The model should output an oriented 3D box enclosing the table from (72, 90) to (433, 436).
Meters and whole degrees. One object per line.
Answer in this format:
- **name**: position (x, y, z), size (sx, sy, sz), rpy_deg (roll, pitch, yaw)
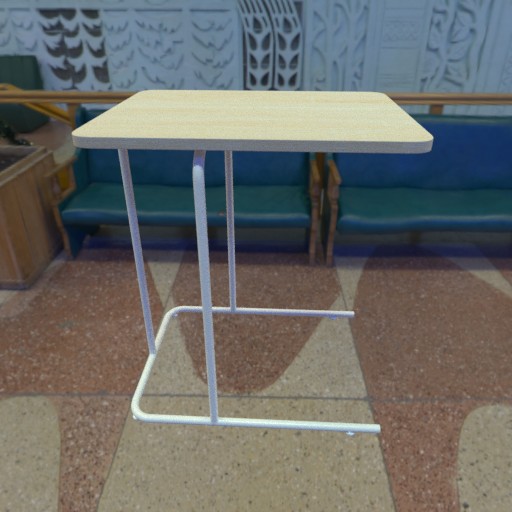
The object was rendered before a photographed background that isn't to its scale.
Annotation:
- **table**: position (0.000, 0.000, 0.860), size (0.480, 0.550, 0.370), rpy_deg (2, 29, 3)
